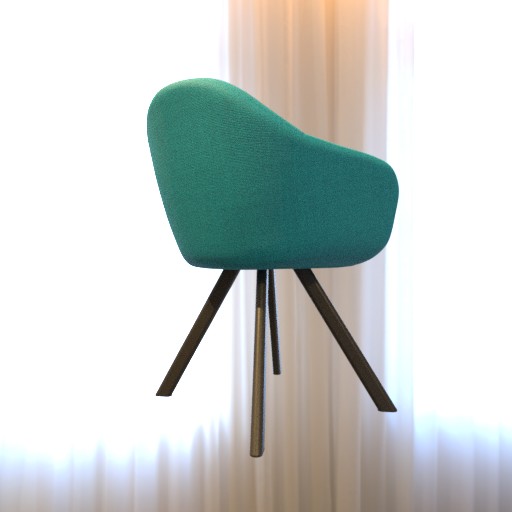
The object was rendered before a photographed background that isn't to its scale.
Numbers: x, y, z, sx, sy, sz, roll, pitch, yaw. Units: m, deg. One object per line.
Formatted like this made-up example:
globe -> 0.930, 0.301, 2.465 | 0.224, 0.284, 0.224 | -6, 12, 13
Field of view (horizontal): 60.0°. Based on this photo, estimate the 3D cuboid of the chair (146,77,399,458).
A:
chair -> 0.000, 0.000, 1.174 | 0.550, 0.795, 0.590 | 0, 0, -36
